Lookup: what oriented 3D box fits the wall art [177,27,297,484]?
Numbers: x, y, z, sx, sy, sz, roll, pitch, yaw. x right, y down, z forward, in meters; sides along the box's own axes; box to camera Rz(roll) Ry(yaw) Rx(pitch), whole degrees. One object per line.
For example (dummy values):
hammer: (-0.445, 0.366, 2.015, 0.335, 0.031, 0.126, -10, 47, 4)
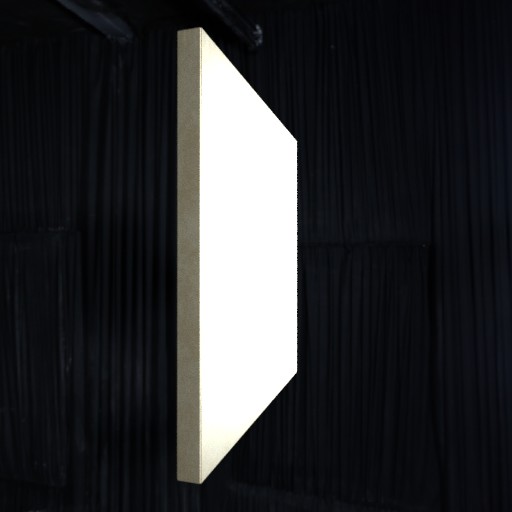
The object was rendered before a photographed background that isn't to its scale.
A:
wall art: (0.000, 0.000, 0.734, 0.030, 0.506, 0.503, 0, 0, 17)
